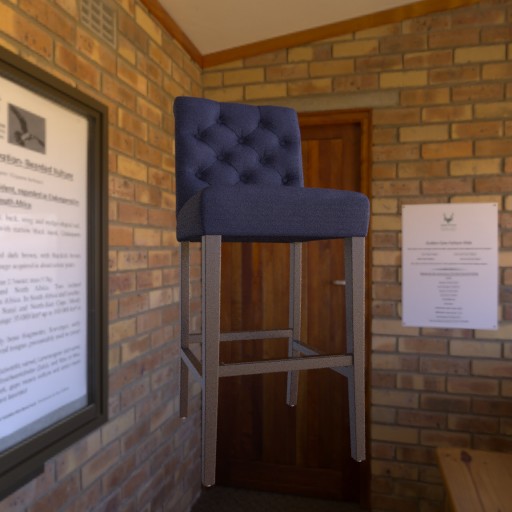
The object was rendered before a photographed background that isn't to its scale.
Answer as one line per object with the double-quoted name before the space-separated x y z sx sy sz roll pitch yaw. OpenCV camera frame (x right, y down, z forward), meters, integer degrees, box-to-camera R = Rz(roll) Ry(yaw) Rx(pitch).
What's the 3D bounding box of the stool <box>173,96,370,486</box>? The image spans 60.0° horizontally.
"stool" 0.000 0.000 1.430 0.493 1.140 0.601 0 0 -18
